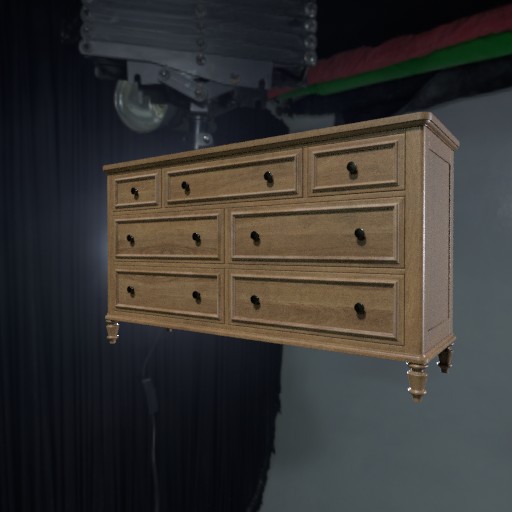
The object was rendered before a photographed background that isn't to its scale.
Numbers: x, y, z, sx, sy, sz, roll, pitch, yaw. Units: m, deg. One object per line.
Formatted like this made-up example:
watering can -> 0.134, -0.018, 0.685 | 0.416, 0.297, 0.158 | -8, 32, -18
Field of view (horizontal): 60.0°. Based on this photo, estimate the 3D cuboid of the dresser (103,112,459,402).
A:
dresser -> 0.000, 0.000, 1.974 | 1.583, 0.892, 0.468 | 1, 1, 35
